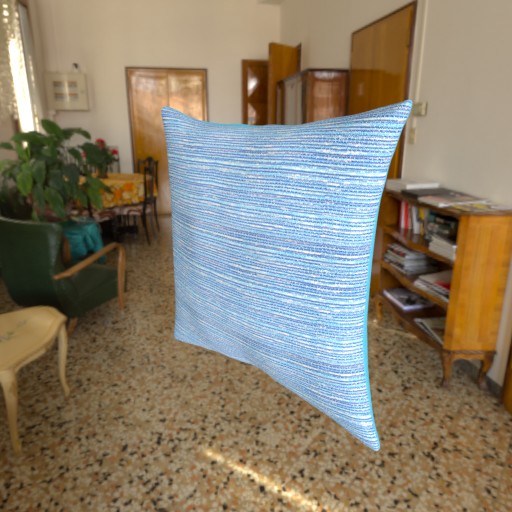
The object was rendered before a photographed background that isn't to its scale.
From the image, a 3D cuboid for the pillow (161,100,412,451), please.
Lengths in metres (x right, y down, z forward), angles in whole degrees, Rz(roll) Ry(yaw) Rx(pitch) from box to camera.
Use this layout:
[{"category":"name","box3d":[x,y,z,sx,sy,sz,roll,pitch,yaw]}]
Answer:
[{"category":"pillow","box3d":[0.000,0.000,0.760,0.514,0.497,0.150,16,23,42]}]
